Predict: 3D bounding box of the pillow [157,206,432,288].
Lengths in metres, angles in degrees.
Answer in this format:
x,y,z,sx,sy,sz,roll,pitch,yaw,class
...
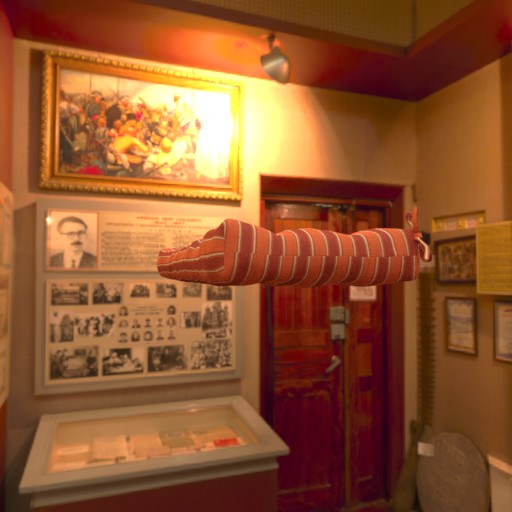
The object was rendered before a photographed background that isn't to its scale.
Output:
x,y,z,sx,sy,sz,roll,pitch,yaw,class
0.000,0.000,1.393,0.511,0.174,1.194,1,-2,-18,pillow
